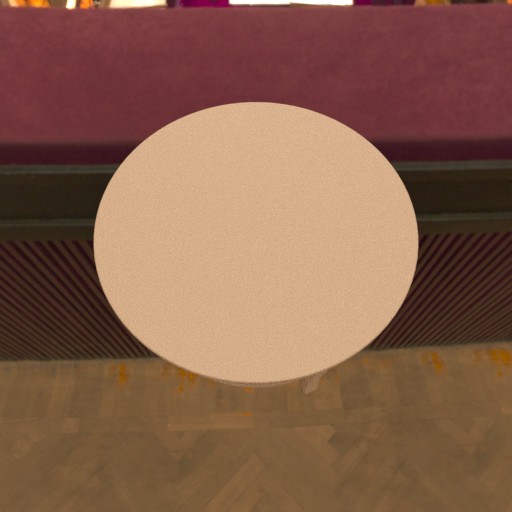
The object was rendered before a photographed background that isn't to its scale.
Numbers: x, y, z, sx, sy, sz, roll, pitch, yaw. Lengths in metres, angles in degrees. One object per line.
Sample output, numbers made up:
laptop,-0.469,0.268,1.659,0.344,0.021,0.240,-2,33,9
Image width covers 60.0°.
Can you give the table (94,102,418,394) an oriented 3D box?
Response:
table,0.000,0.000,1.461,0.910,0.457,0.910,0,63,0
